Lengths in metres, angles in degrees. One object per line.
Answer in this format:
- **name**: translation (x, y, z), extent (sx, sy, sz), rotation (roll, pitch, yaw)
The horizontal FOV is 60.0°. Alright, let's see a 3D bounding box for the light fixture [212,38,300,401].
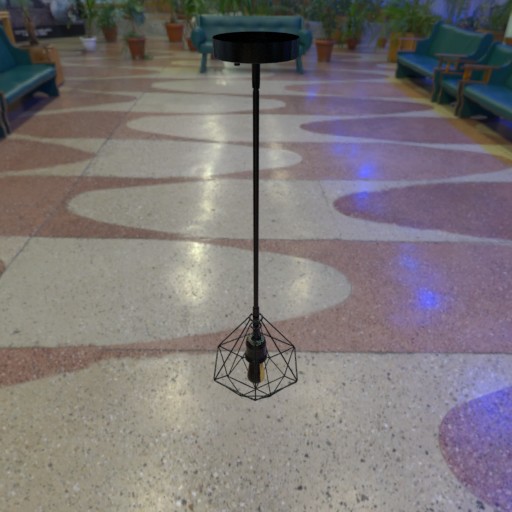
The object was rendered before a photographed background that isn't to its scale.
- **light fixture**: translation (0.000, 0.000, 1.975), extent (0.431, 1.764, 0.487), rotation (1, 33, 1)
